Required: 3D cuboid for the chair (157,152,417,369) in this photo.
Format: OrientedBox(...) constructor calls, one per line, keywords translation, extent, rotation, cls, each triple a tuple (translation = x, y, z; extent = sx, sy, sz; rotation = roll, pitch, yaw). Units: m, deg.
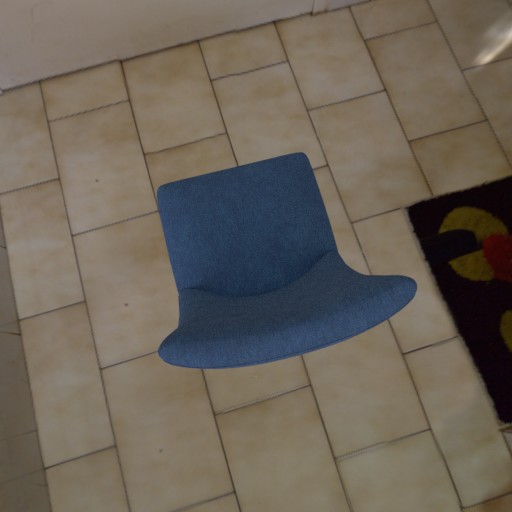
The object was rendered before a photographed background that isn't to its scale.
OrientedBox(translation=(0.000, 0.000, 1.262), extent=(0.495, 0.902, 0.609), rotation=(-14, 75, -4), cls="chair")
